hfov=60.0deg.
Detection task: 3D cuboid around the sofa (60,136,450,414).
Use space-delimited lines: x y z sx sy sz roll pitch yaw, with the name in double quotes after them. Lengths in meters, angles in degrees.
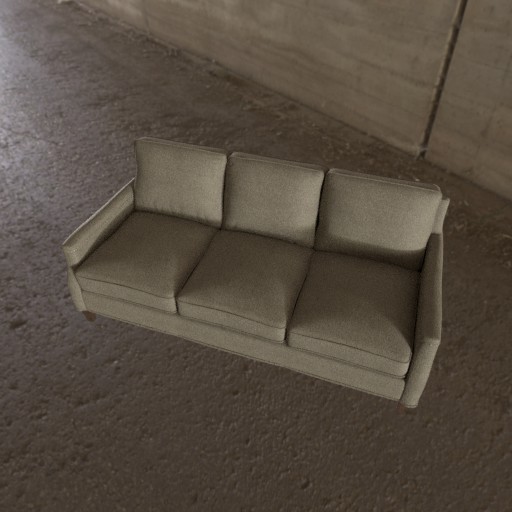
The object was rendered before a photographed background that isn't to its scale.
0.000 0.000 2.851 2.246 1.003 1.084 13 42 15 "sofa"
